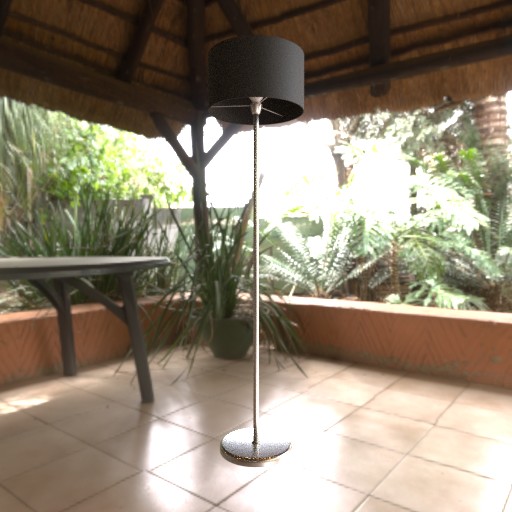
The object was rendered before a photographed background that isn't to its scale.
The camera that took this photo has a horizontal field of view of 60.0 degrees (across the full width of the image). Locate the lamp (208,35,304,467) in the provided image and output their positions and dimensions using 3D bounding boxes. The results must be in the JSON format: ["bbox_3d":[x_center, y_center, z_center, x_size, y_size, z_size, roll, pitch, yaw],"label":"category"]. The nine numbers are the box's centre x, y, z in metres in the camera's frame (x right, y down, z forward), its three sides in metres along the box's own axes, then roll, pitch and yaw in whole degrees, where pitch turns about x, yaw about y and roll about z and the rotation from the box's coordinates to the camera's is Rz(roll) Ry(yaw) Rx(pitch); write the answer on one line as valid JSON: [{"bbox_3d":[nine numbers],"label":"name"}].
[{"bbox_3d":[0.000,0.000,1.632,0.348,1.443,0.348,1,2,37],"label":"lamp"}]
